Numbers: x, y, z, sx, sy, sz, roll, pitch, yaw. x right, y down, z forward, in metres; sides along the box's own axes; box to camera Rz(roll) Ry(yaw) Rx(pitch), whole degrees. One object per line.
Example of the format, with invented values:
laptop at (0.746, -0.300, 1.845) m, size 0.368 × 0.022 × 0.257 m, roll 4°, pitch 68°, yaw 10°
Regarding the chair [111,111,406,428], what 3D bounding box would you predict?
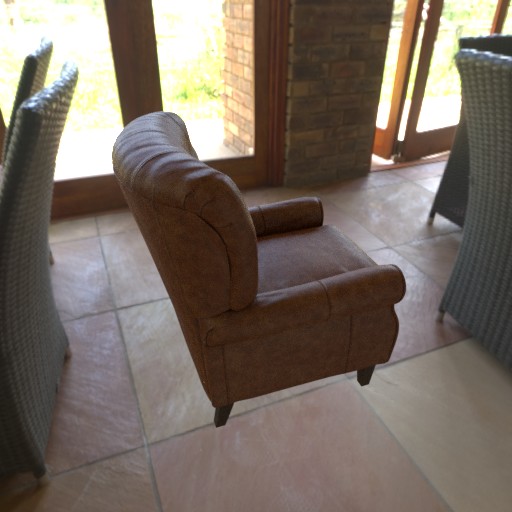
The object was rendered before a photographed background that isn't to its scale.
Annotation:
chair at (0.000, 0.000, 1.933) m, size 1.059 × 1.164 × 0.951 m, roll -10°, pitch 32°, yaw -16°
